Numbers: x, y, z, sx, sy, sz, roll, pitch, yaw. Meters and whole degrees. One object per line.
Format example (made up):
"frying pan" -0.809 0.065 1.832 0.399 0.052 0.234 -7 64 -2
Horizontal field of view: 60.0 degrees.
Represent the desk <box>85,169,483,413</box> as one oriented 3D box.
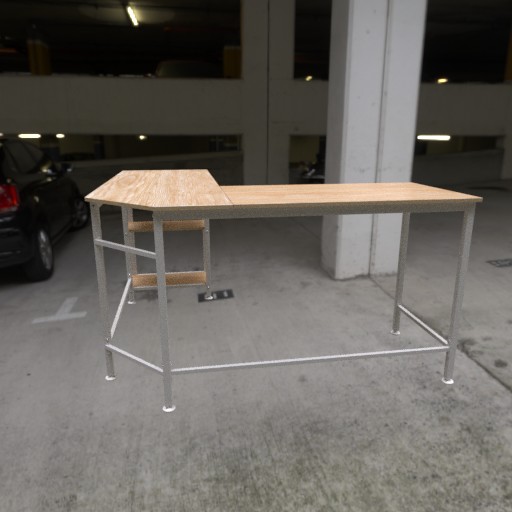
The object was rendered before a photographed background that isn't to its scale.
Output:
"desk" 0.000 0.000 2.196 1.379 0.739 1.379 -3 16 -9
